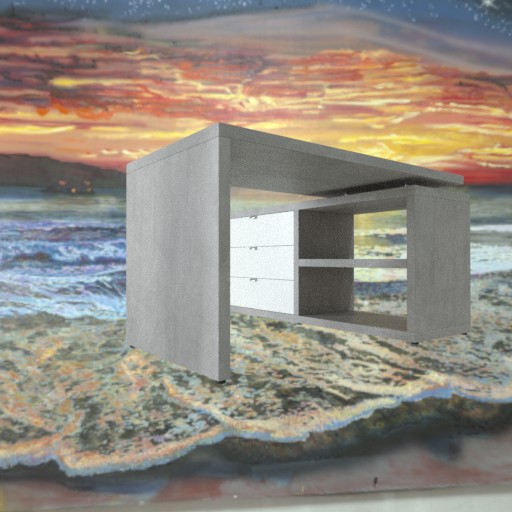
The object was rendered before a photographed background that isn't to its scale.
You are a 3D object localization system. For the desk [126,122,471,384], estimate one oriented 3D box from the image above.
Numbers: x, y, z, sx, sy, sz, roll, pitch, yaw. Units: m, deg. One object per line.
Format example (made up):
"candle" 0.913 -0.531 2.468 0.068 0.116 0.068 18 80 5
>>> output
"desk" 0.000 0.000 2.264 1.400 0.740 1.500 0 -1 -37
